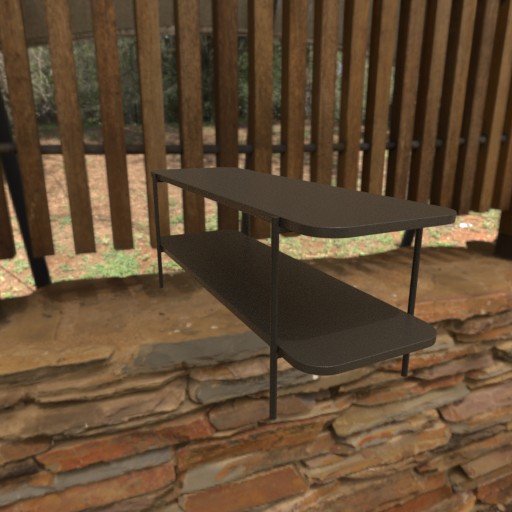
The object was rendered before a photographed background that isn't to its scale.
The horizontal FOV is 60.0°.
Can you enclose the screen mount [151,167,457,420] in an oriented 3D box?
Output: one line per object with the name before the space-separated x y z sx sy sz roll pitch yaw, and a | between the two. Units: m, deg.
screen mount | 0.000 0.000 1.389 0.400 0.447 1.200 -8 18 -26
